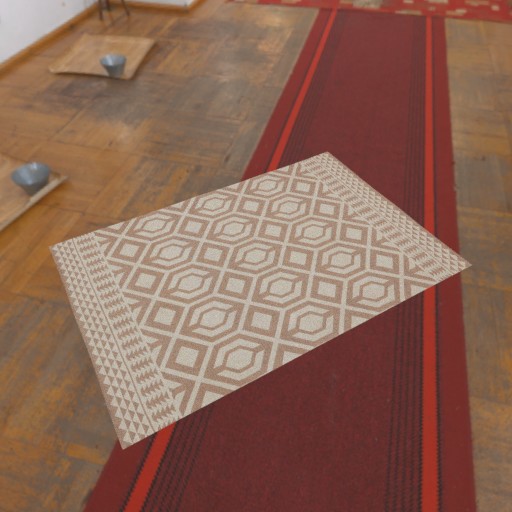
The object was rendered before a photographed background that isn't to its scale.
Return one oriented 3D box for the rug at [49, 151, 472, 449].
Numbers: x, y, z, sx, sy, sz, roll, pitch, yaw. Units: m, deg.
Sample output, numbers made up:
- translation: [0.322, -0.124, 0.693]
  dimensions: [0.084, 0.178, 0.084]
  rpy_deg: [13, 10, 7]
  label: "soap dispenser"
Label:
- translation: [0.000, 0.000, 2.299]
  dimensions: [1.829, 0.008, 1.219]
  rpy_deg: [-23, 50, -21]
  label: "rug"
